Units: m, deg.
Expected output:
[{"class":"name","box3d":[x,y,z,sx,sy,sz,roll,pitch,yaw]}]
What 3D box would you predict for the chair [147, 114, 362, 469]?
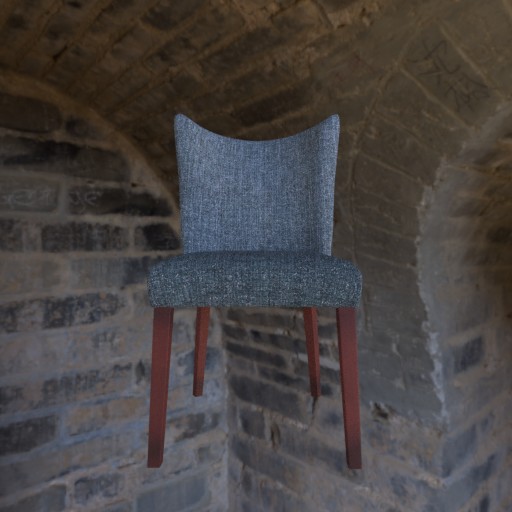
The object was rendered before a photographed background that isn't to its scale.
[{"class":"chair","box3d":[0.000,0.000,1.271,0.535,0.924,0.623,0,0,1]}]
